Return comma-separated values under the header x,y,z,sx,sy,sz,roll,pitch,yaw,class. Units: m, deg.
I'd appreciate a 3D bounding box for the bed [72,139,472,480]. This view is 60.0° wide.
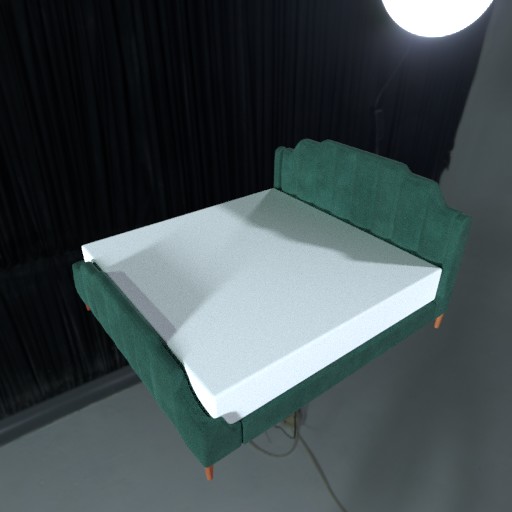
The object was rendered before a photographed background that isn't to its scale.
x,y,z,sx,sy,sz,roll,pitch,yaw,class
0.000,0.000,3.469,2.340,1.245,2.074,-21,37,-31,bed
